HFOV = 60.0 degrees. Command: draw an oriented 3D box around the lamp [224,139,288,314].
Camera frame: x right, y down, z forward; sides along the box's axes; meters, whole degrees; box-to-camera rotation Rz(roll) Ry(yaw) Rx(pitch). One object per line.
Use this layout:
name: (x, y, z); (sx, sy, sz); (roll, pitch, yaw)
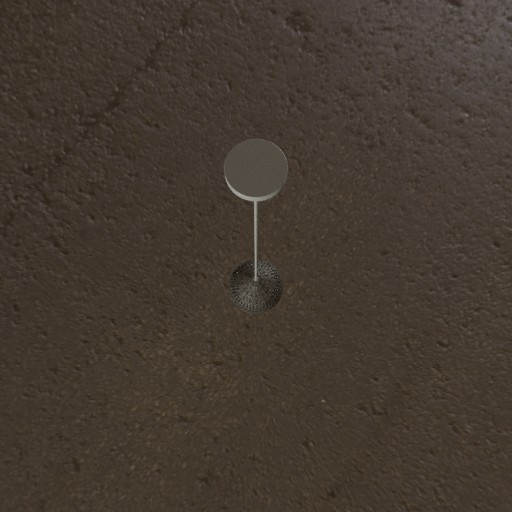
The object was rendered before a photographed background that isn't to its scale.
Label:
lamp: (0.000, 0.000, 2.093); (0.355, 1.919, 0.355); (-2, 76, -1)
